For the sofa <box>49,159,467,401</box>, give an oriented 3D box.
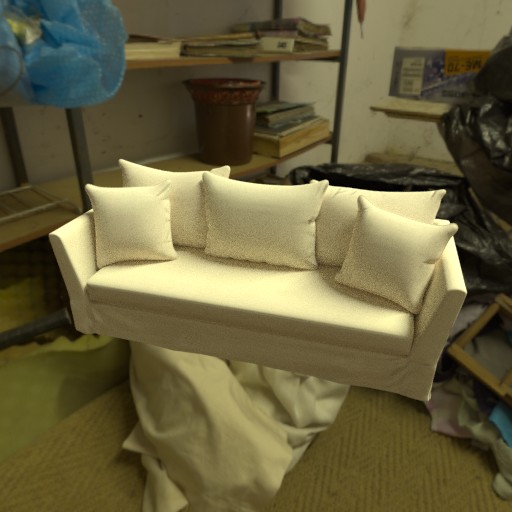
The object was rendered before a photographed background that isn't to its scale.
[{"bbox_3d":[0.000,0.000,3.036,2.484,1.042,1.030,8,28,15],"label":"sofa"}]
